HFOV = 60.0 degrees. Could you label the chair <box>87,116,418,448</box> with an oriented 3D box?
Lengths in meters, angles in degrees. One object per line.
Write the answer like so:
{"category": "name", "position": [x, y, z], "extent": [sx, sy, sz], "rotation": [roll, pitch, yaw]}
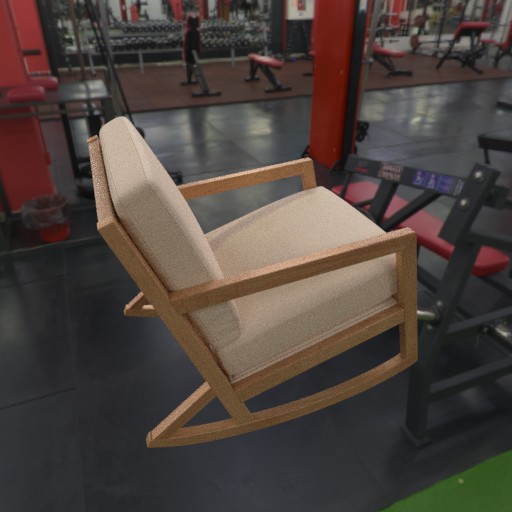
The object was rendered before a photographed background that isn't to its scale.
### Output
{"category": "chair", "position": [0.000, 0.000, 1.370], "extent": [0.857, 0.790, 0.622], "rotation": [-11, 32, -17]}
